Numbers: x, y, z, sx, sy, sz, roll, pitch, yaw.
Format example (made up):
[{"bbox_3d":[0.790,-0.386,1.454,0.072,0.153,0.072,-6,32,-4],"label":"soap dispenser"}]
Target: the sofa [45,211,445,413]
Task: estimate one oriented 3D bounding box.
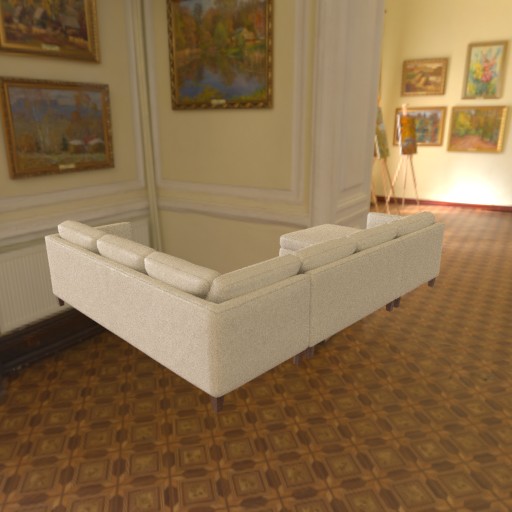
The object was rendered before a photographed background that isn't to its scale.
[{"bbox_3d":[0.000,0.000,4.533,2.551,0.853,3.238,16,23,42],"label":"sofa"}]
